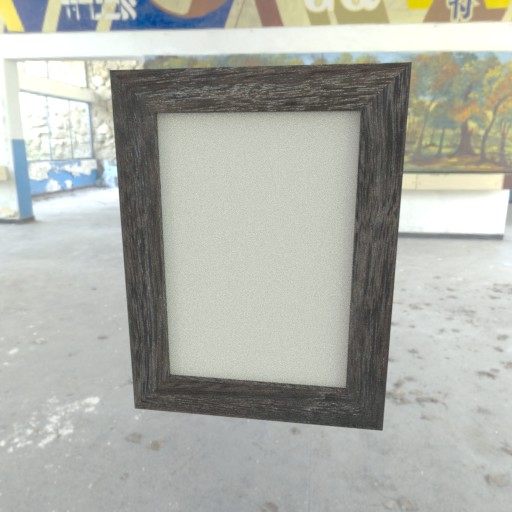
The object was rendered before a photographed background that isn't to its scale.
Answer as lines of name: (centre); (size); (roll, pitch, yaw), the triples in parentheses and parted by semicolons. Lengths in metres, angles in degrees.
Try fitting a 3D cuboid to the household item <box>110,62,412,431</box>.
household item: (0.000, 0.000, 0.267); (0.160, 0.210, 0.020); (2, 14, 8)
